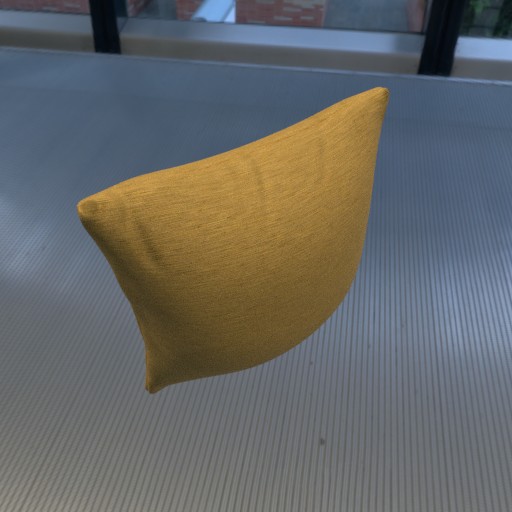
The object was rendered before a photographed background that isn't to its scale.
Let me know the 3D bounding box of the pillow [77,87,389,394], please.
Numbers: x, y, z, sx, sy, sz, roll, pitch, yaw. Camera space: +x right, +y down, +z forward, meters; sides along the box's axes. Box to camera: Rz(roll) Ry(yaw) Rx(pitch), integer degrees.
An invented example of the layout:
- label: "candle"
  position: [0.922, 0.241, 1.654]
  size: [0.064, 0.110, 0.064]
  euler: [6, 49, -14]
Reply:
- label: "pillow"
  position: [0.000, 0.000, 0.668]
  size: [0.435, 0.417, 0.247]
  euler: [-27, 53, -22]
